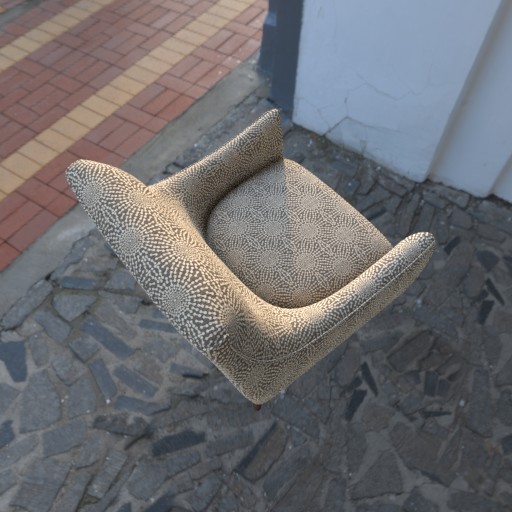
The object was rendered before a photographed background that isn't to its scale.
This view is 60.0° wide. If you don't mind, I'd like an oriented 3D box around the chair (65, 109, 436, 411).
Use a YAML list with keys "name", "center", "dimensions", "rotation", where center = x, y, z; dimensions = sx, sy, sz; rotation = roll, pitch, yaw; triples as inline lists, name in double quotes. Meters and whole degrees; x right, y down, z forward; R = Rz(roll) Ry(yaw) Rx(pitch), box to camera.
- name: "chair"
  center: [0.000, 0.000, 1.440]
  dimensions: [0.787, 0.838, 0.762]
  rotation: [-34, 63, -20]
